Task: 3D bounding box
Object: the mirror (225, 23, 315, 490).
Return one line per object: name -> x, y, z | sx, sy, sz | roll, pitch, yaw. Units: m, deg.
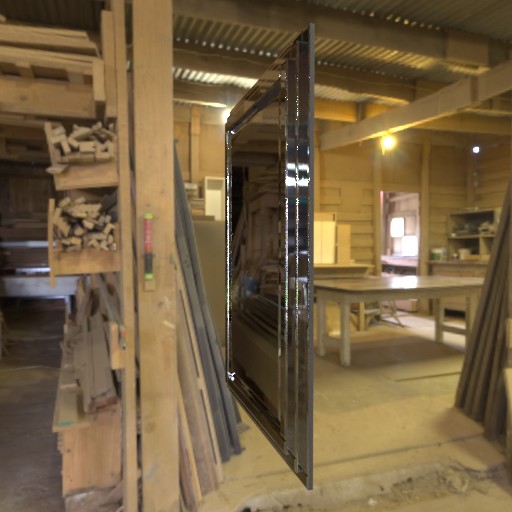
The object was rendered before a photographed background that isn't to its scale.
mirror -> 0.000, 0.000, 1.154 | 0.039, 0.914, 0.613 | 0, 2, -18
